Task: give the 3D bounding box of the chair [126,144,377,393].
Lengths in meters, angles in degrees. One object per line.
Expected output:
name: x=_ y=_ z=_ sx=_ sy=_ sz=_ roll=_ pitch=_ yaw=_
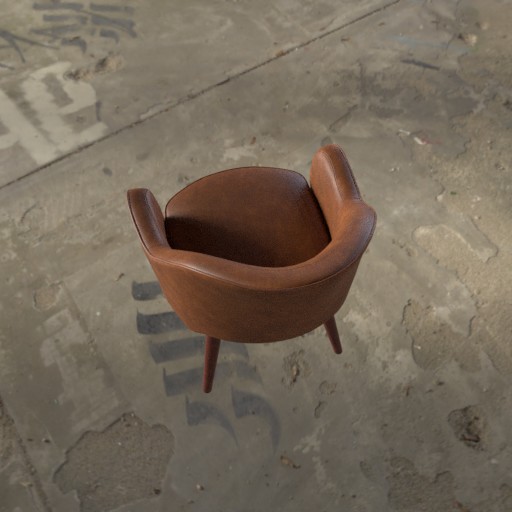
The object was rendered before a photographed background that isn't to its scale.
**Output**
chair: x=0.000 y=0.000 z=1.224 sx=0.591 sy=0.777 sz=0.640 roll=-14 pitch=59 yaw=-9
